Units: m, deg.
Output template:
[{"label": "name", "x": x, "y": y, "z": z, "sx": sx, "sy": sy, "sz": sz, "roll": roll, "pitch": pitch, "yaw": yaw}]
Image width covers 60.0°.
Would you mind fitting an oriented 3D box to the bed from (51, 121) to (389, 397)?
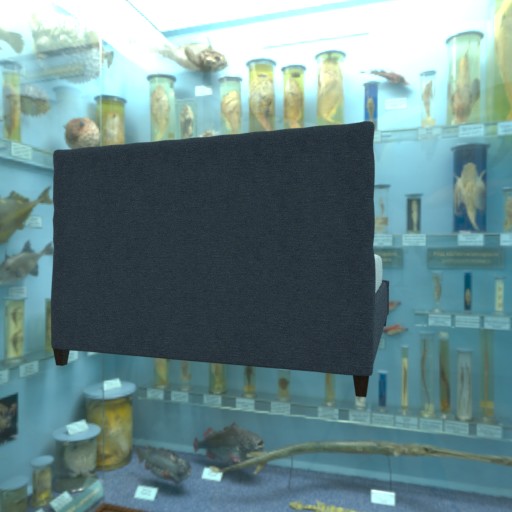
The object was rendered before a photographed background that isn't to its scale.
[{"label": "bed", "x": 0.000, "y": 0.000, "z": 3.700, "sx": 2.078, "sy": 1.427, "sz": 2.387, "roll": 0, "pitch": 1, "yaw": 19}]
